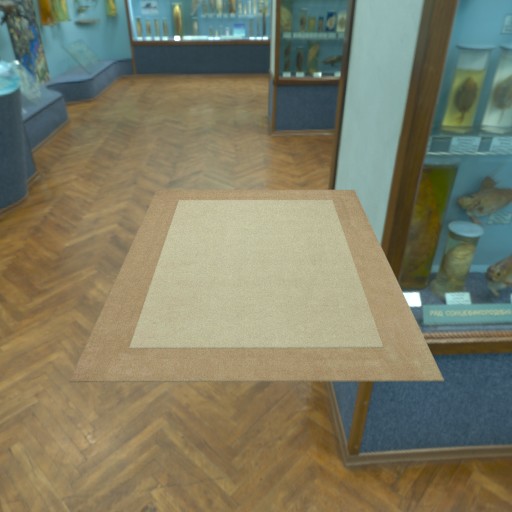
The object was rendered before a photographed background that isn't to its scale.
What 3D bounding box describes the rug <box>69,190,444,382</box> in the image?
[{"bbox_3d":[0.000,0.000,4.168,2.438,0.014,3.048,0,32,0],"label":"rug"}]
